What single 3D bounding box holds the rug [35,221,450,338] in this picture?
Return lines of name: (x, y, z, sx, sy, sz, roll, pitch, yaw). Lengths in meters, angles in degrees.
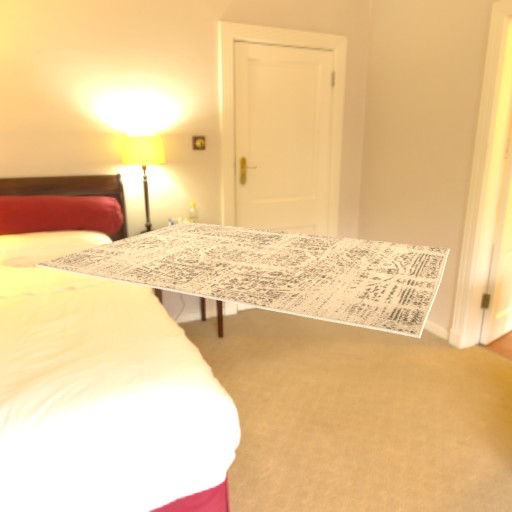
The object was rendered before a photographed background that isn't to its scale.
rug: (0.000, 0.000, 3.141, 2.438, 0.026, 1.706, 8, 17, 26)
